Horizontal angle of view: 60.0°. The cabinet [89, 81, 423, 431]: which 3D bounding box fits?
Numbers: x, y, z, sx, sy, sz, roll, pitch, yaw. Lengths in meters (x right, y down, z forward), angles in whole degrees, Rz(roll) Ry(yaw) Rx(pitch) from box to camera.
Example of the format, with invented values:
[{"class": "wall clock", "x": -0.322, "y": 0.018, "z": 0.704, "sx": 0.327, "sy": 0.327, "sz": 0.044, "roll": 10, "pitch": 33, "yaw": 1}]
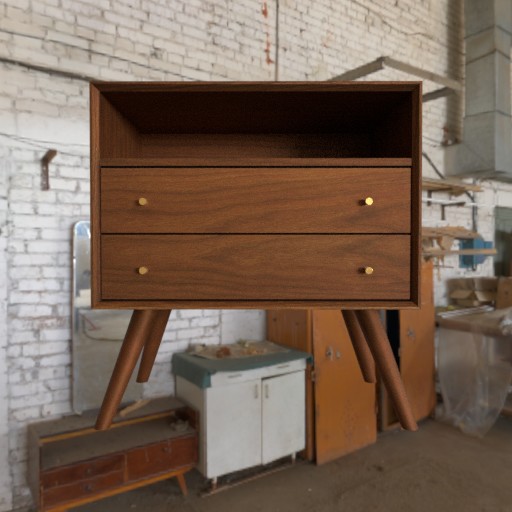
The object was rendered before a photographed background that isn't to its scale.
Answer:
[{"class": "cabinet", "x": 0.000, "y": 0.000, "z": 1.136, "sx": 0.712, "sy": 0.748, "sz": 0.388, "roll": 0, "pitch": 1, "yaw": 0}]
